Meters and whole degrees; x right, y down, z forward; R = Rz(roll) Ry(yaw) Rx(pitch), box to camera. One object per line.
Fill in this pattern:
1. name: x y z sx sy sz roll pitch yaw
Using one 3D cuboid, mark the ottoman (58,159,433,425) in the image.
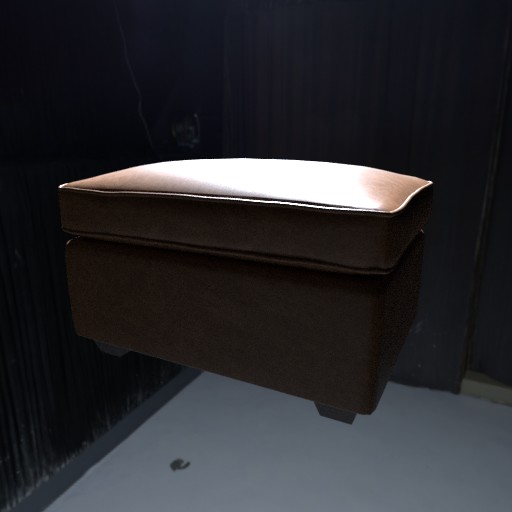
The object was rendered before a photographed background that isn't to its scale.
1. ottoman: 0.000 0.000 1.105 0.756 0.468 0.554 8 17 26
